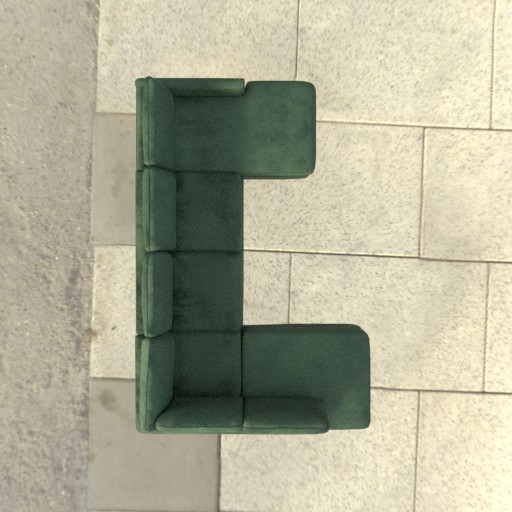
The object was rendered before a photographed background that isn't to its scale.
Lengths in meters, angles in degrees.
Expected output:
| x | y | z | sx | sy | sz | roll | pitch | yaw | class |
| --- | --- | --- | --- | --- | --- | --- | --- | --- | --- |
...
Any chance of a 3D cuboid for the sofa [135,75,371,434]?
| x | y | z | sx | sy | sz | roll | pitch | yaw | class |
| --- | --- | --- | --- | --- | --- | --- | --- | --- | --- |
| 0.000 | 0.000 | 3.837 | 1.992 | 0.861 | 2.994 | 0 | 91 | 0 | sofa |
